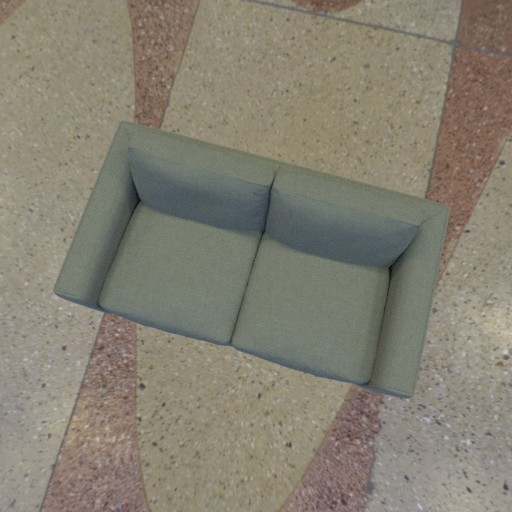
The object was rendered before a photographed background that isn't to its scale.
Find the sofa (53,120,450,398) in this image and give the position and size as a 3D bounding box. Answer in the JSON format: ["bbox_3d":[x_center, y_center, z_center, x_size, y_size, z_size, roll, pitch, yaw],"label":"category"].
[{"bbox_3d":[0.000,0.000,2.469,1.920,0.800,1.069,16,77,4],"label":"sofa"}]
